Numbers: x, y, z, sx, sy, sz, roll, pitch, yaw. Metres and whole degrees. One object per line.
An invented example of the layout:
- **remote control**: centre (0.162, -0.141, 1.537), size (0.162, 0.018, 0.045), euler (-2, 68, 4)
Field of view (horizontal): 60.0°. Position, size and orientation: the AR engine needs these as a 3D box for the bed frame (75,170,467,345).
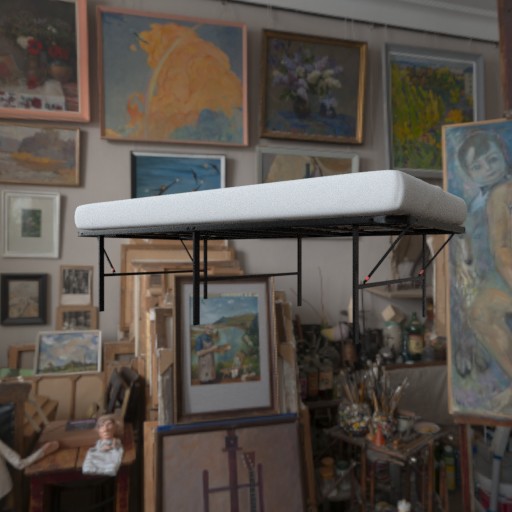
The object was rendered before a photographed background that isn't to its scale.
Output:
- **bed frame**: centre (0.000, 0.000, 2.363), size (1.903, 0.619, 0.989), euler (0, 0, 36)
